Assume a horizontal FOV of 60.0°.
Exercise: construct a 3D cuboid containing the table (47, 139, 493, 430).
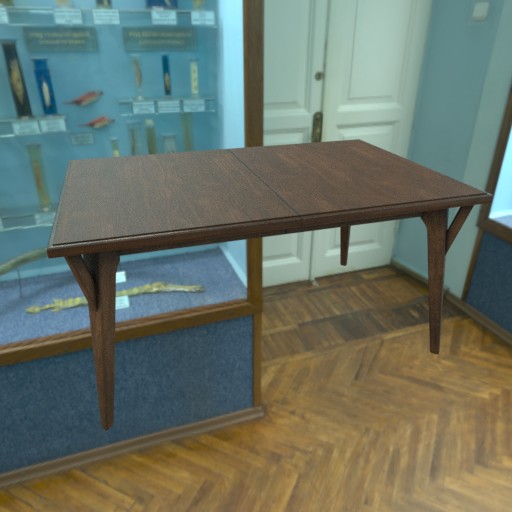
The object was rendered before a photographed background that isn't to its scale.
[{"bbox_3d":[0.000,0.000,2.019,1.524,0.761,0.990,-8,28,-15],"label":"table"}]
